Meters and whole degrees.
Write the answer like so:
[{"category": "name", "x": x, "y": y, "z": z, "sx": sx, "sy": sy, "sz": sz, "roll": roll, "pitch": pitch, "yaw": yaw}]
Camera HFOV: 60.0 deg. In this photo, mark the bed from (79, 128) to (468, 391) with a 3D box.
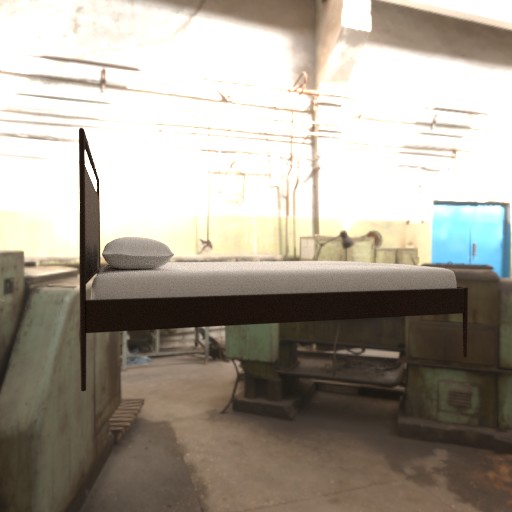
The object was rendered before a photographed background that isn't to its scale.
[{"category": "bed", "x": 0.000, "y": 0.000, "z": 3.029, "sx": 2.122, "sy": 1.173, "sz": 1.572, "roll": 0, "pitch": 1, "yaw": -17}]
